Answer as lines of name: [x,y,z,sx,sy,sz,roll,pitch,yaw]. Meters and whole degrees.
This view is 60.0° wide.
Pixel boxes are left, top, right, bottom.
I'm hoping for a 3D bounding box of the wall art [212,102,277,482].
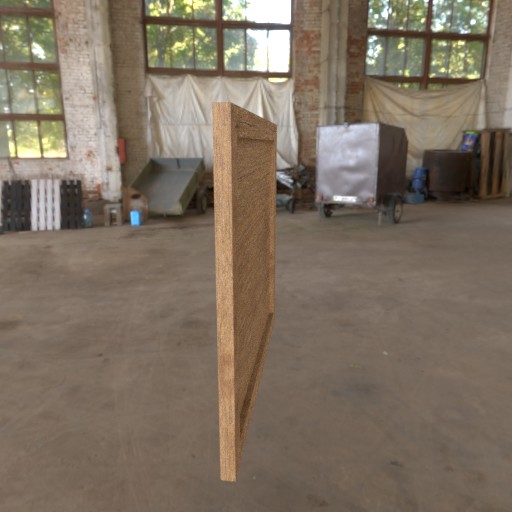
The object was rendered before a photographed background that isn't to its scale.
wall art: [0.000,0.000,0.985,0.026,0.588,0.690,2,14,7]
